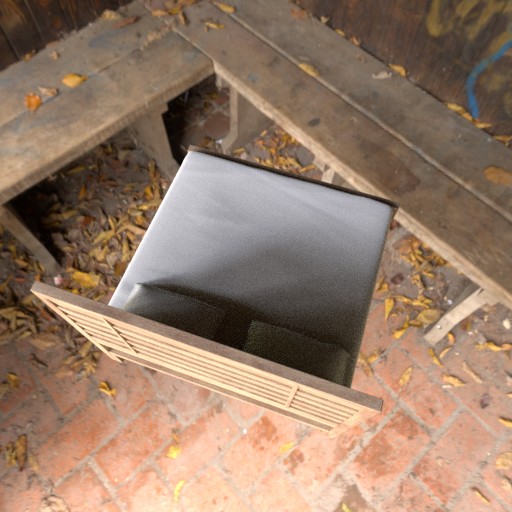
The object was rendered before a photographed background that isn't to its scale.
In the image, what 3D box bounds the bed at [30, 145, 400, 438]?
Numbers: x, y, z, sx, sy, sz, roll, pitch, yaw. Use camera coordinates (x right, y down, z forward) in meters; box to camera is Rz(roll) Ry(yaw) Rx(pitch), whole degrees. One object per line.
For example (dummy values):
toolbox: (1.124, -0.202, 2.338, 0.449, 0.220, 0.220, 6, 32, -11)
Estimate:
bed: (0.000, 0.000, 3.532, 2.032, 1.626, 2.032, 17, 65, 8)
